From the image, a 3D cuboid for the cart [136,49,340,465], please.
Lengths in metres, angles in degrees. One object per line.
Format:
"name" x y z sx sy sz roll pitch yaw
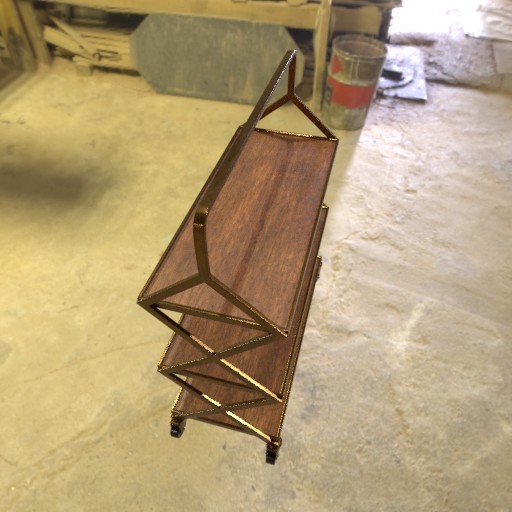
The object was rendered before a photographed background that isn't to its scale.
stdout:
"cart" 0.000 0.000 1.152 0.313 0.805 0.723 11 46 11
